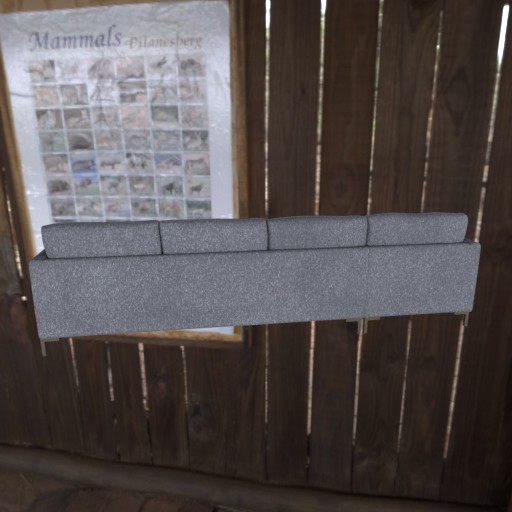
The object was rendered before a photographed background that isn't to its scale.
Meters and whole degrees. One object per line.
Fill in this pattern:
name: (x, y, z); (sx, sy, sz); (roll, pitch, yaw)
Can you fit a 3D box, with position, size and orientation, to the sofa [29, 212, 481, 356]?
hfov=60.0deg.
sofa: (0.000, 0.000, 3.454); (2.932, 0.810, 1.350); (-2, 15, -9)
